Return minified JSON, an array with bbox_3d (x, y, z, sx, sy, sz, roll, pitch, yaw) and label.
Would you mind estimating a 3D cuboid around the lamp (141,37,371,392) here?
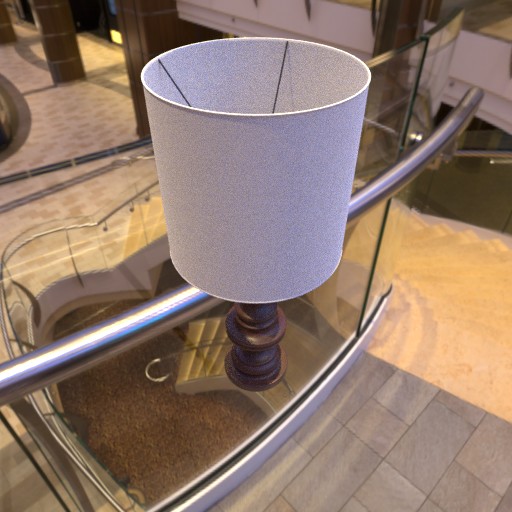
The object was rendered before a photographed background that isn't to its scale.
[{"bbox_3d":[0.000,0.000,0.558,0.208,0.455,0.208,0,41,0],"label":"lamp"}]
